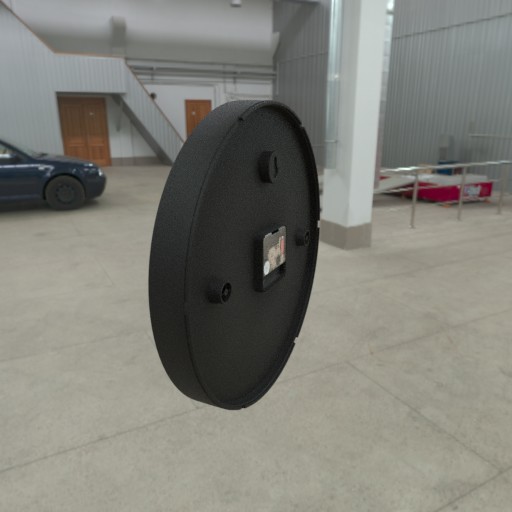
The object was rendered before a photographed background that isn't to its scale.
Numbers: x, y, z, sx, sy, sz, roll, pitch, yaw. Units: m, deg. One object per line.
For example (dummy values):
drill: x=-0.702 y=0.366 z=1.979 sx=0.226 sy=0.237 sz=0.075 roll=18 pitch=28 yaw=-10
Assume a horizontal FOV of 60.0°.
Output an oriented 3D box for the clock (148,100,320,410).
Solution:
clock: x=0.000 y=0.000 z=0.442 sx=0.040 sy=0.293 sz=0.293 roll=8 pitch=19 yaw=25
